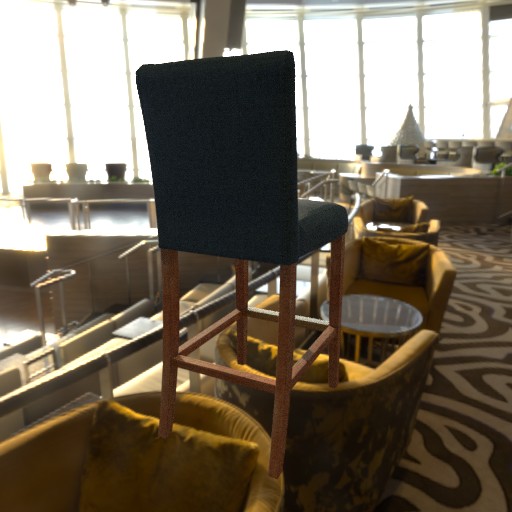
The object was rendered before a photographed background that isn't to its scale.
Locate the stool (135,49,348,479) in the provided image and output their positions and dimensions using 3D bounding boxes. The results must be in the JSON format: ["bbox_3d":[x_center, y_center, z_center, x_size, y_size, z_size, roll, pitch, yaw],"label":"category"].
[{"bbox_3d":[0.000,0.000,1.402,0.454,1.088,0.574,7,16,26],"label":"stool"}]
